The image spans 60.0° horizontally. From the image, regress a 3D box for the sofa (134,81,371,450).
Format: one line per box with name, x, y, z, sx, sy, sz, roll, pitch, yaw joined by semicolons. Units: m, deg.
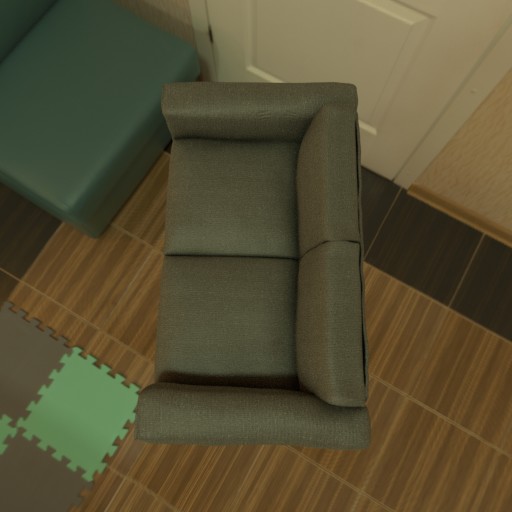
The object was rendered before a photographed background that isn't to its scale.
sofa;0.000;0.000;2.178;0.960;0.656;1.690;1;76;0
